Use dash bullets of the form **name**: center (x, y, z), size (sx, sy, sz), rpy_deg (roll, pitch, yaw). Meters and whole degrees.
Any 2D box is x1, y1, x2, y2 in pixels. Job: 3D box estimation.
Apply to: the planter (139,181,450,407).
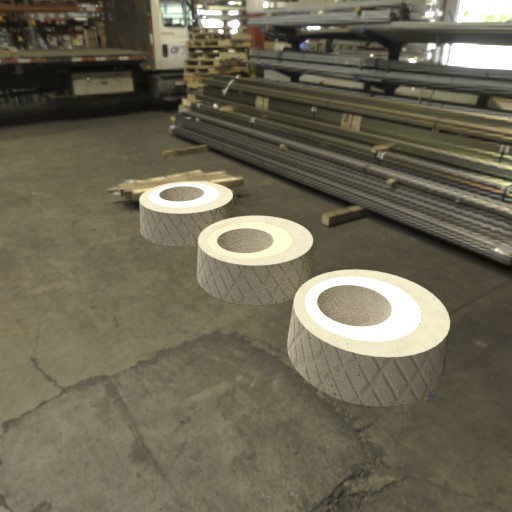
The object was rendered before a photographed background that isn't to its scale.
- **planter**: center (0.000, 0.000, 0.422), size (0.114, 0.038, 0.390), rpy_deg (-18, 33, -31)
